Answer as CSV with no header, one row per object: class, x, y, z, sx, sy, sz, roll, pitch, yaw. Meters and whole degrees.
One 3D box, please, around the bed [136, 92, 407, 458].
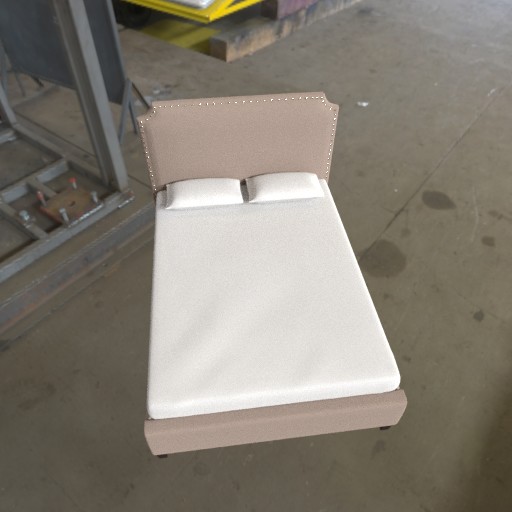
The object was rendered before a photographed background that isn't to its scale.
bed,0.000,0.000,3.392,1.713,1.443,2.372,-5,47,-5
